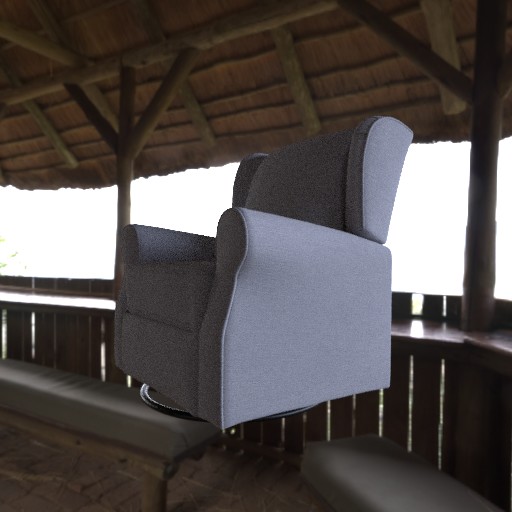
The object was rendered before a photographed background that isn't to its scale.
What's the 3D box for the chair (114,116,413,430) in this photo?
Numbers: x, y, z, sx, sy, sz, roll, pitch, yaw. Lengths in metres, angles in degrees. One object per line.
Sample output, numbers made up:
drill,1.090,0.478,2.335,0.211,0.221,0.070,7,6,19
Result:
chair,0.000,0.000,1.661,0.854,0.966,0.906,0,0,-36
